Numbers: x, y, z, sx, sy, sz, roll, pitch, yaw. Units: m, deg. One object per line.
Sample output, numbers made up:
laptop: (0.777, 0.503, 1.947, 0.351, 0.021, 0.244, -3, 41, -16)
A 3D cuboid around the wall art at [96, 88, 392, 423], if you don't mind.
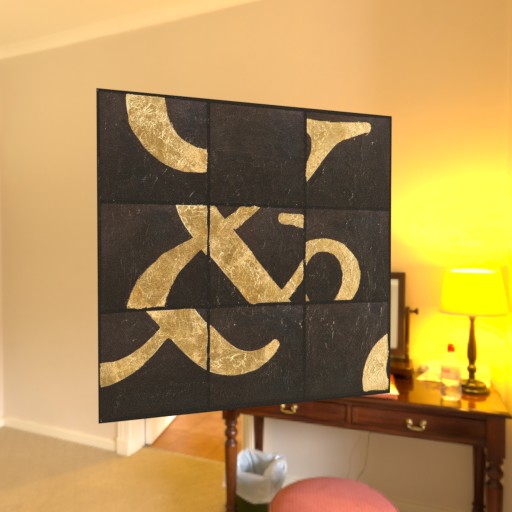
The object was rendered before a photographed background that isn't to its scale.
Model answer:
wall art: (0.000, 0.000, 1.127, 0.758, 0.758, 0.044, 0, 1, -16)
